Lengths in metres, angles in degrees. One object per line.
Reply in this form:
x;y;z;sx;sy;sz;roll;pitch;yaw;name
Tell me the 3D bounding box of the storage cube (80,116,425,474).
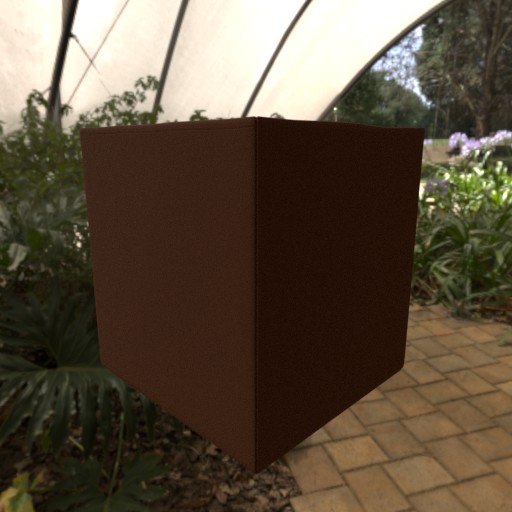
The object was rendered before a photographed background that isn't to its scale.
0.000;0.000;0.504;0.270;0.280;0.270;13;19;43;storage cube
